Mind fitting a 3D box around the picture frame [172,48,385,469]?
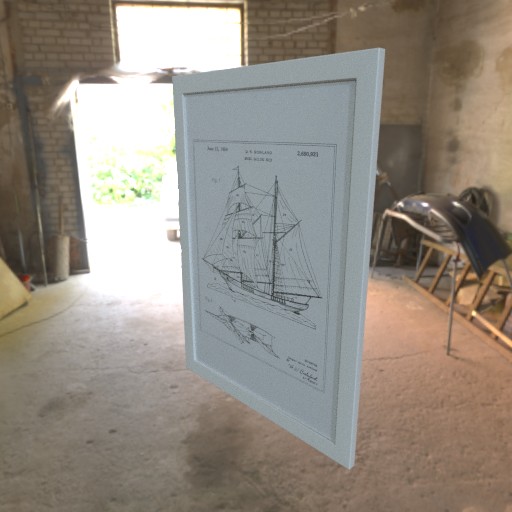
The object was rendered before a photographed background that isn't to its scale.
[{"bbox_3d":[0.000,0.000,0.670,0.012,0.534,0.381,-15,22,-42],"label":"picture frame"}]
